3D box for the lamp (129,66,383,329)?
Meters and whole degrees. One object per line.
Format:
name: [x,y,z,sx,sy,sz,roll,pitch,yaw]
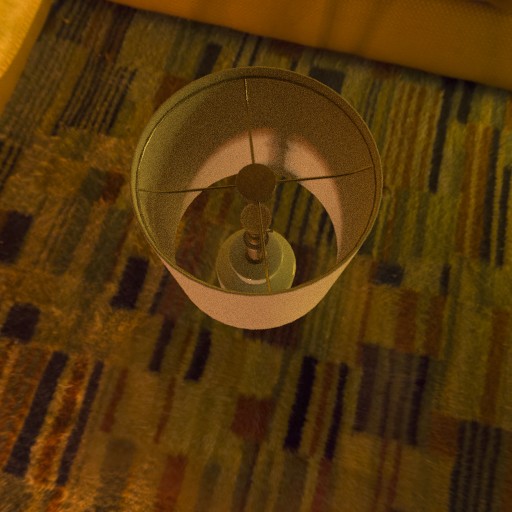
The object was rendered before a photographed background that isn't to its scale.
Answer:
lamp: [0.000,0.000,0.606,0.212,0.493,0.212,-6,73,-2]
